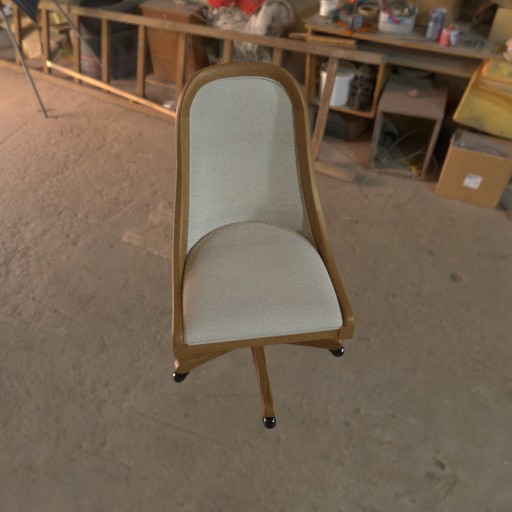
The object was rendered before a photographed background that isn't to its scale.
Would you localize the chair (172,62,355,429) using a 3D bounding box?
[{"bbox_3d":[0.000,0.000,1.530,0.702,1.009,0.811,-5,47,-5],"label":"chair"}]
